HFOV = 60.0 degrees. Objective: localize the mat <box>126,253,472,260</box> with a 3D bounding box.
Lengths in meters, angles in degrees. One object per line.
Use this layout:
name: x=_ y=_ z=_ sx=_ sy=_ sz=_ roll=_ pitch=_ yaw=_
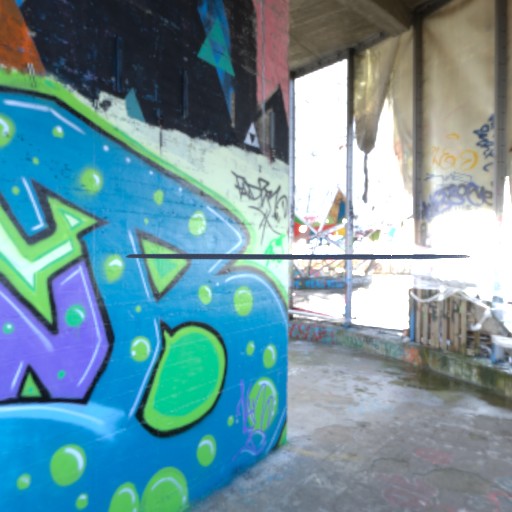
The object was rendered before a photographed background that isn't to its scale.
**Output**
mat: x=0.000 y=0.000 z=1.862 sx=1.525 sy=0.016 sz=0.917 roll=0 pitch=1 yaw=35
